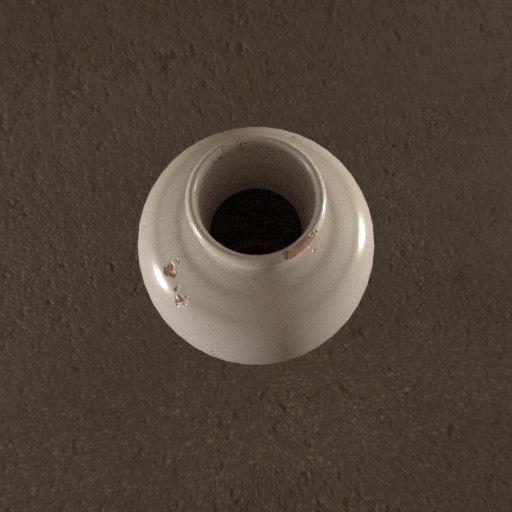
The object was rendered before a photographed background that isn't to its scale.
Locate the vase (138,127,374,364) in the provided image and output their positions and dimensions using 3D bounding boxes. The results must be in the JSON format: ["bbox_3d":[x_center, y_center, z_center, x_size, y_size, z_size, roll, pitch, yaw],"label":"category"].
[{"bbox_3d":[0.000,0.000,0.330,0.158,0.228,0.158,0,75,0],"label":"vase"}]
